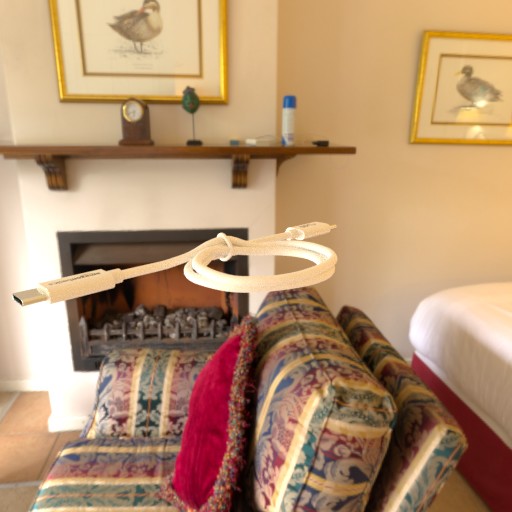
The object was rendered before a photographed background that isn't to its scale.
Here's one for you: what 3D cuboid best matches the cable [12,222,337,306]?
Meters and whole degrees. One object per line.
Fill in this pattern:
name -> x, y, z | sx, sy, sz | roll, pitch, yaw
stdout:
cable -> 0.000, 0.000, 0.202 | 0.186, 0.014, 0.070 | -15, 22, -43
